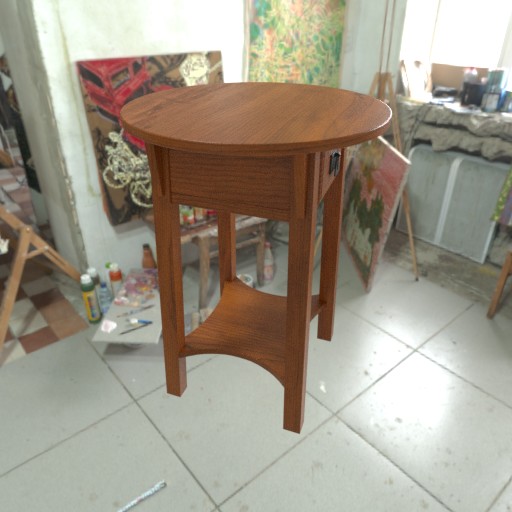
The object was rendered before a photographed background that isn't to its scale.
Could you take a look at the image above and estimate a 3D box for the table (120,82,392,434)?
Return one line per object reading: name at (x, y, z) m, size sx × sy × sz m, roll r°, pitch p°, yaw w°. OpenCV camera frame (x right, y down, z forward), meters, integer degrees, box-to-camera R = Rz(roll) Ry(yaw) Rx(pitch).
table at (0.000, 0.000, 0.925) m, size 0.457 × 0.610 × 0.457 m, roll 0°, pitch 31°, yaw 0°
